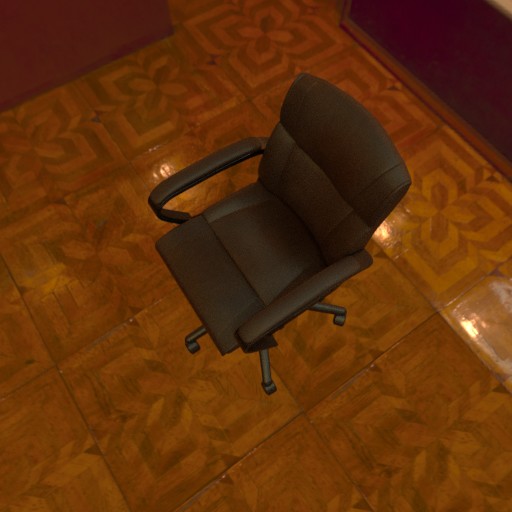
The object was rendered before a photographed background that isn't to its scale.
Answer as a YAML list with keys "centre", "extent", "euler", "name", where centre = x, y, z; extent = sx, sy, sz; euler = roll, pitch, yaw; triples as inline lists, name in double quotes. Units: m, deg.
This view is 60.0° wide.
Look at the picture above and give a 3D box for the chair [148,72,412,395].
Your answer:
- centre: [0.000, 0.000, 1.518]
  extent: [0.717, 1.004, 0.739]
  euler: [-30, 69, -13]
  name: "chair"
